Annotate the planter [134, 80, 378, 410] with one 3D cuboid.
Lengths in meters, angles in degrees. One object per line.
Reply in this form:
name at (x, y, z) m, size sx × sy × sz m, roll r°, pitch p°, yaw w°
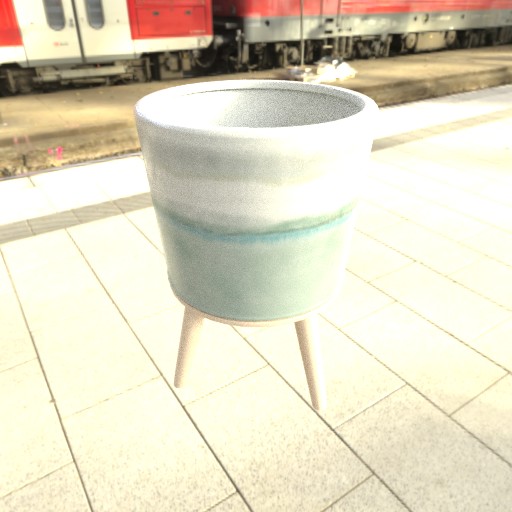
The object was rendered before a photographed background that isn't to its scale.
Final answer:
planter at (0.000, 0.000, 0.593) m, size 0.265 × 0.404 × 0.265 m, roll -20°, pitch 36°, yaw -30°
